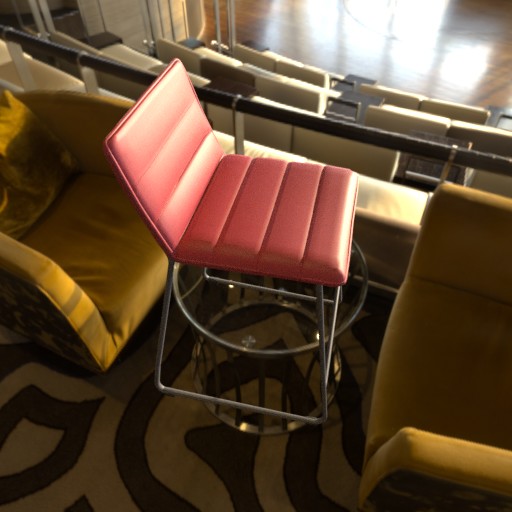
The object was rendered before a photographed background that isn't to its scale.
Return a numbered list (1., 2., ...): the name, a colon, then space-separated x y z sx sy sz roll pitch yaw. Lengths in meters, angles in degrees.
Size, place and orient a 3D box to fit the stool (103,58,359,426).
1. stool: 0.000 0.000 1.185 0.524 0.866 0.489 10 47 9
